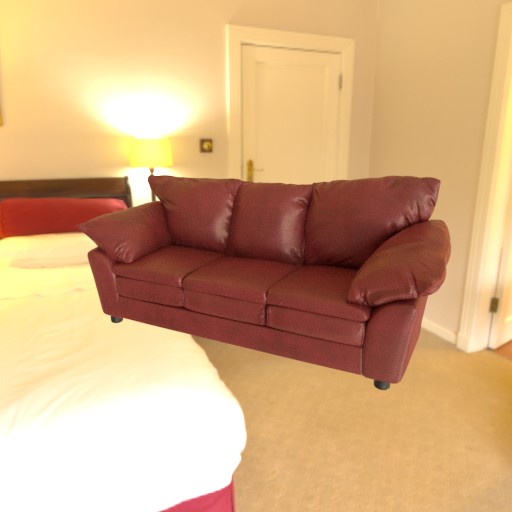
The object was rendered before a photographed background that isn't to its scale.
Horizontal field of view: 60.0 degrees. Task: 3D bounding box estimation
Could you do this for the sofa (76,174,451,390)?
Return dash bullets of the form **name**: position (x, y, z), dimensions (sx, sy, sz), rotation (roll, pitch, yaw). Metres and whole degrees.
- **sofa**: position (0.000, 0.000, 2.972), dimensions (2.390, 1.091, 0.907), rotation (8, 17, 27)
